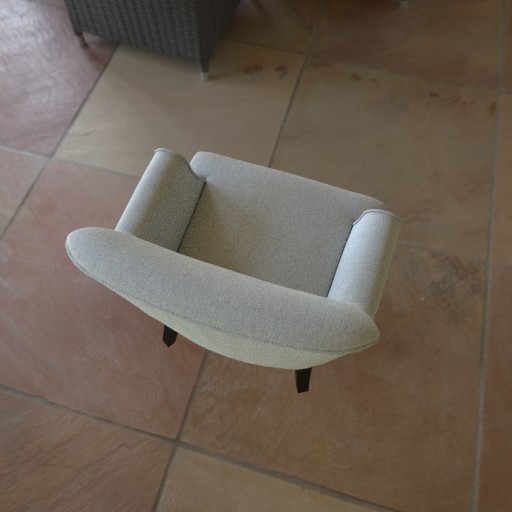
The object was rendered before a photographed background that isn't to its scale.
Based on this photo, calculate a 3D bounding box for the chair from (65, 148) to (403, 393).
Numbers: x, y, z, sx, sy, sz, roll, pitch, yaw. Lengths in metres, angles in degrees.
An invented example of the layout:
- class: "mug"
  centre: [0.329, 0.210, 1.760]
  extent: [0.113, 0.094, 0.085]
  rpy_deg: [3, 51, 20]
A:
- class: "chair"
  centre: [0.000, 0.000, 1.410]
  extent: [0.781, 0.875, 0.750]
  rpy_deg: [17, 65, 8]
